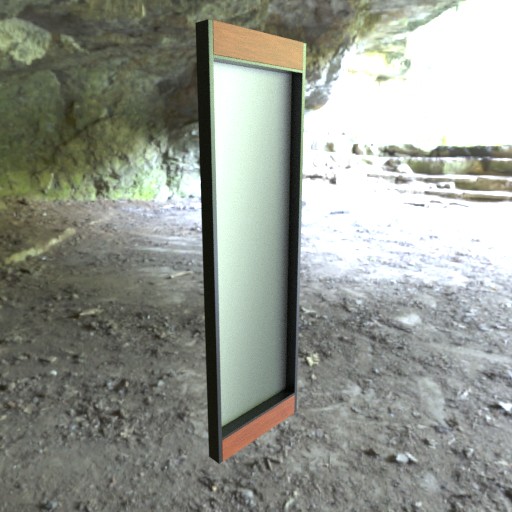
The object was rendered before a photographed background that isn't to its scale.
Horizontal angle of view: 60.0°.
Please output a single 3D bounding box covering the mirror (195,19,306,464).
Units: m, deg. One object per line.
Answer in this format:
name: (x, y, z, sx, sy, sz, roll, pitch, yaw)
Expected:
mirror: (0.000, 0.000, 1.225, 0.047, 1.123, 0.343, 14, 20, 42)
